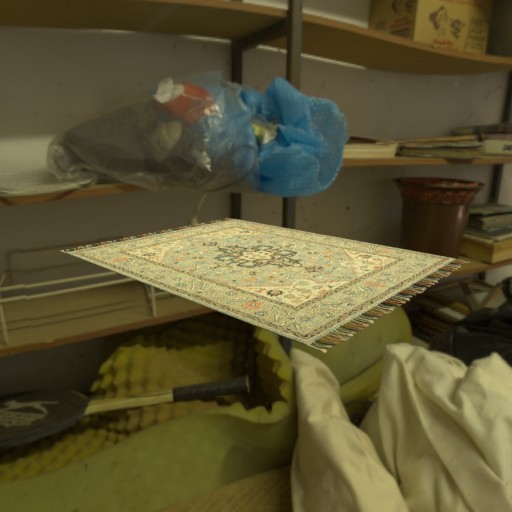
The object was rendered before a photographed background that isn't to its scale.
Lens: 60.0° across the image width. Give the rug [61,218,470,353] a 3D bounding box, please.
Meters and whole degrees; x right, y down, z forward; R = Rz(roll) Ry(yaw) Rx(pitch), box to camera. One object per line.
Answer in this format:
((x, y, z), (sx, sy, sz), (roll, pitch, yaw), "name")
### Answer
((0.000, 0.000, 3.543), (2.651, 0.010, 1.971), (14, 21, 40), "rug")
